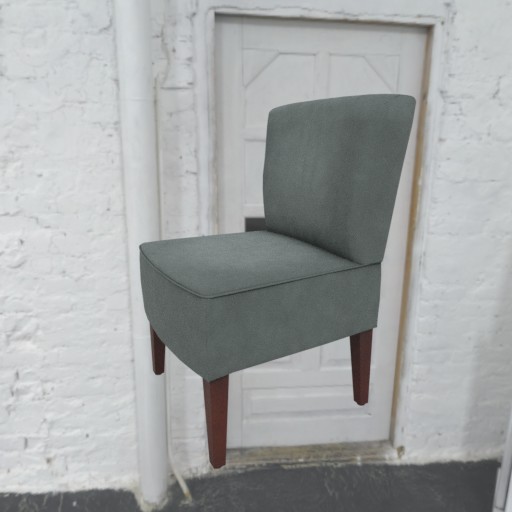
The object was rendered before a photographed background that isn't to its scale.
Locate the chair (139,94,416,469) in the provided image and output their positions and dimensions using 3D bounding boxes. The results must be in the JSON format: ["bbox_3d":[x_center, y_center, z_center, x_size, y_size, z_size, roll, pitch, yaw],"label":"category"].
[{"bbox_3d":[0.000,0.000,1.172,0.554,0.806,0.521,-8,17,-28],"label":"chair"}]
